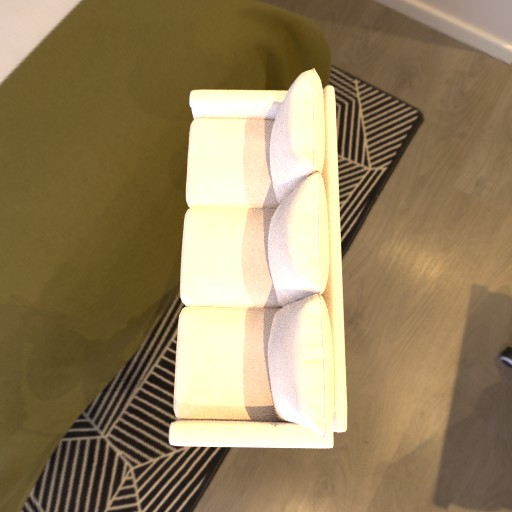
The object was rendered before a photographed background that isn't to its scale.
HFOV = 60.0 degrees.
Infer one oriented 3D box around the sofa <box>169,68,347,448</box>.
[{"bbox_3d":[0.000,0.000,2.452,0.828,0.961,1.925,1,75,0],"label":"sofa"}]
